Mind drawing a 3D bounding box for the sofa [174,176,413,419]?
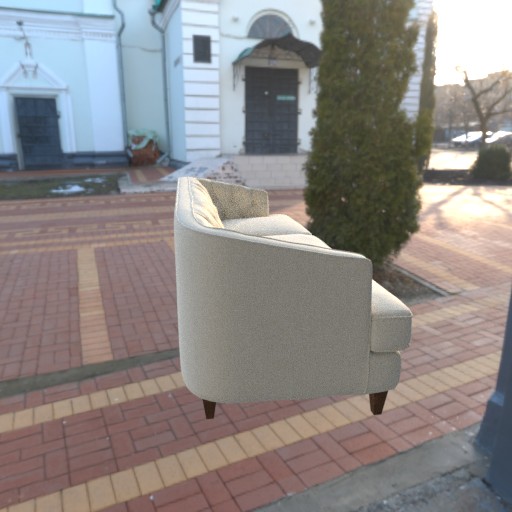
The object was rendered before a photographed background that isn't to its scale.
[{"bbox_3d":[0.000,0.000,2.736,0.941,0.855,2.278,-2,15,-9],"label":"sofa"}]
